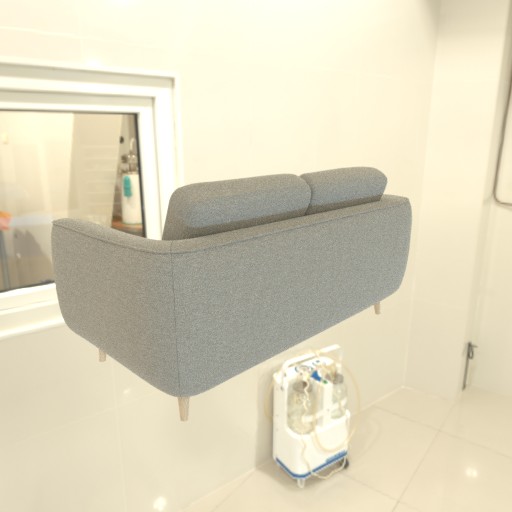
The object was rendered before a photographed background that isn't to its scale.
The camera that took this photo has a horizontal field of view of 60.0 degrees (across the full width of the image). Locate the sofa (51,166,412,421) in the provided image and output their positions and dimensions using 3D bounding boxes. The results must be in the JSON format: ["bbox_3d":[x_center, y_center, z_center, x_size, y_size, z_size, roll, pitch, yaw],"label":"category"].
[{"bbox_3d":[0.000,0.000,2.194,0.920,0.850,1.700,15,21,42],"label":"sofa"}]
